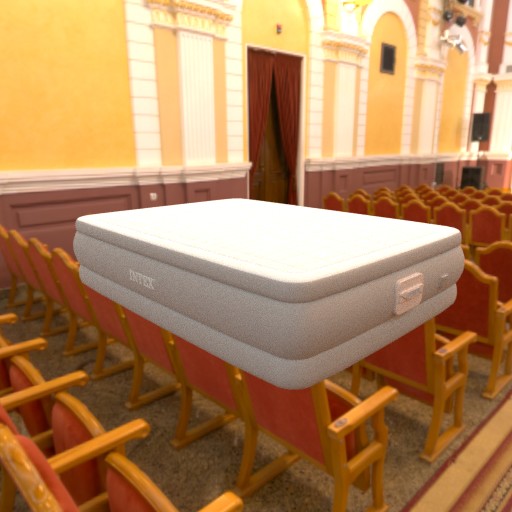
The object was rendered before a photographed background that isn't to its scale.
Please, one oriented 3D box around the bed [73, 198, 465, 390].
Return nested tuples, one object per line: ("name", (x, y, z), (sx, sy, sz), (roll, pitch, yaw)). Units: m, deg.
("bed", (0.000, 0.000, 2.697), (1.520, 0.460, 2.036), (-14, 20, -42))
